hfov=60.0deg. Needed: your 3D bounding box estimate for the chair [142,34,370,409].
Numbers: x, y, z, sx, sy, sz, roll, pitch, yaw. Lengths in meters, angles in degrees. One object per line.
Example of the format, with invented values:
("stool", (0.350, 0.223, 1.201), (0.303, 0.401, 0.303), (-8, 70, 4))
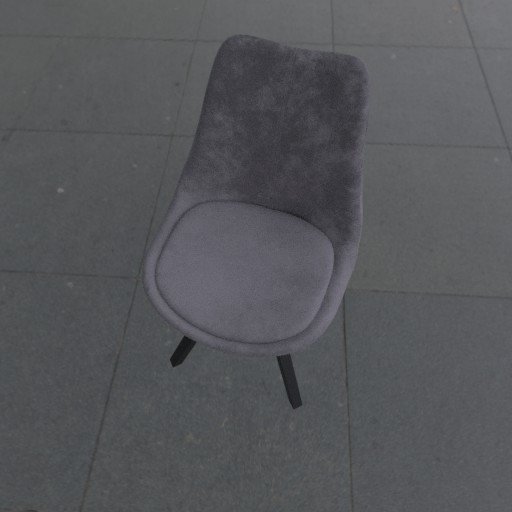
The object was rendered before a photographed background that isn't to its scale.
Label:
("chair", (0.000, 0.000, 1.138), (0.485, 0.850, 0.550), (16, 59, 10))
